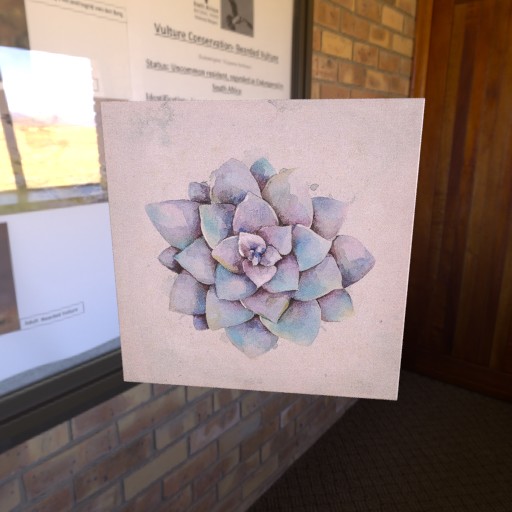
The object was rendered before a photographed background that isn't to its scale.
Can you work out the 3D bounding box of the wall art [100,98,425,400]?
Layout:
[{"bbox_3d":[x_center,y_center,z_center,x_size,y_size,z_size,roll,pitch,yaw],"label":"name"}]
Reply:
[{"bbox_3d":[0.000,0.000,1.147,0.762,0.762,0.038,2,15,7],"label":"wall art"}]
